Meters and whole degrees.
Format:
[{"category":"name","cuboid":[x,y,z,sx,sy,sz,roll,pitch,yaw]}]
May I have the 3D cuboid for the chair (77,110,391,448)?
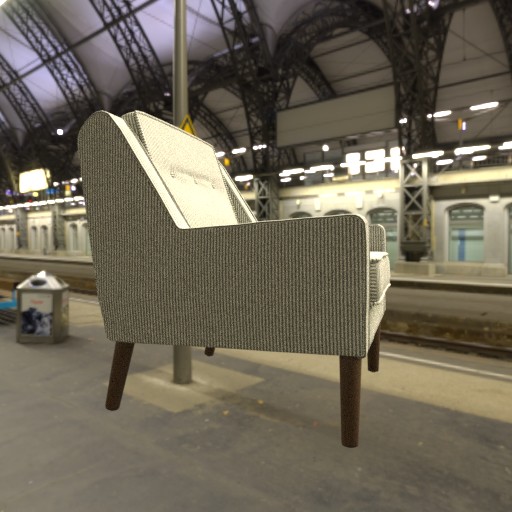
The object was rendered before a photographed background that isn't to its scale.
[{"category":"chair","cuboid":[0.000,0.000,1.308,0.743,0.792,0.663,1,2,20]}]
